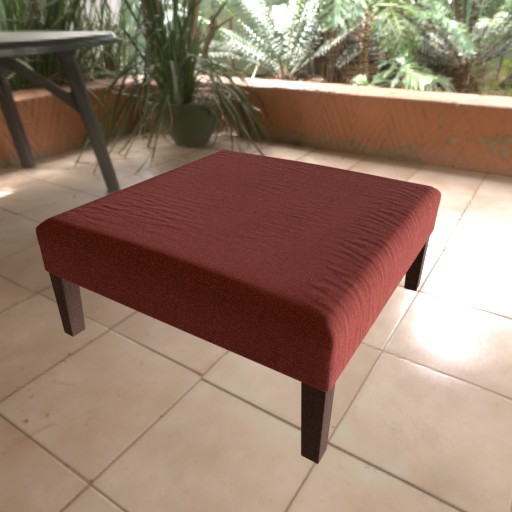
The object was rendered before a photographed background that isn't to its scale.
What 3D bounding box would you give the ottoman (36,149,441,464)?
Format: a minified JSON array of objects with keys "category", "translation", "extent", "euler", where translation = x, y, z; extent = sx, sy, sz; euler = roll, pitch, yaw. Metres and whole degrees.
[{"category":"ottoman","translation":[0.000,0.000,1.410],"extent":[0.890,0.411,0.889],"euler":[17,33,28]}]
